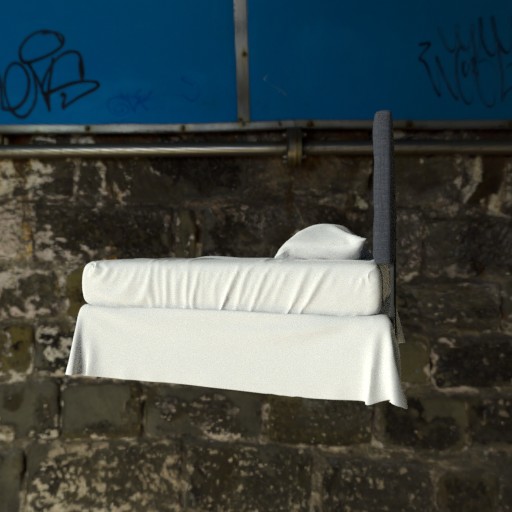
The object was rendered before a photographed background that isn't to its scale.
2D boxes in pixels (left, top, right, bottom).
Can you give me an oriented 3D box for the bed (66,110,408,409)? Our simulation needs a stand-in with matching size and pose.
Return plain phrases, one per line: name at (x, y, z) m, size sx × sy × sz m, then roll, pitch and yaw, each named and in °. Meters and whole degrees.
bed at (0.000, 0.000, 3.453) m, size 2.222 × 1.577 × 1.936 m, roll 0°, pitch 0°, yaw 18°
